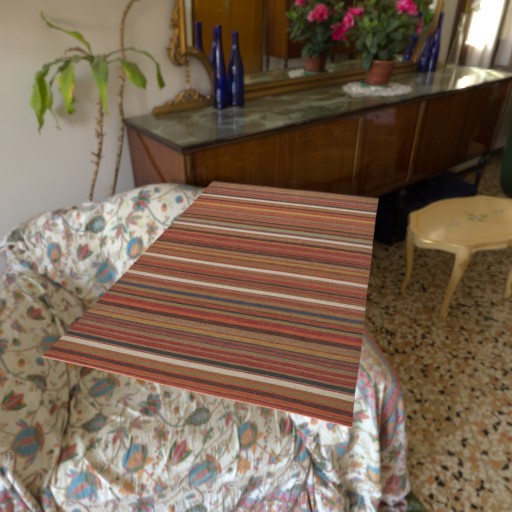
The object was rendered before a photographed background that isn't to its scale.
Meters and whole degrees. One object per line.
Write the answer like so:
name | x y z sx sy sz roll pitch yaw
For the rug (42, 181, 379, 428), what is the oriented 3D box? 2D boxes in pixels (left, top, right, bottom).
rug | 0.000 0.000 3.022 1.523 0.008 2.438 8 32 13
